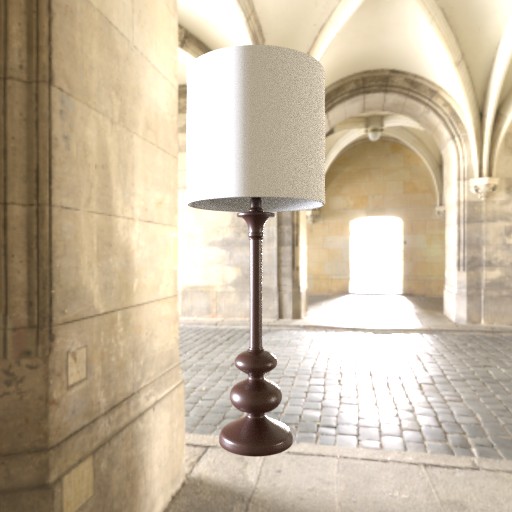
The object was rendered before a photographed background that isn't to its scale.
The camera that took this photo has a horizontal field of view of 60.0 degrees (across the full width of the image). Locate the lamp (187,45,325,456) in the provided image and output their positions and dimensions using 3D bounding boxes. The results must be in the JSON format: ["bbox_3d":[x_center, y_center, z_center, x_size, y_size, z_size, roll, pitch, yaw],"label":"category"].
[{"bbox_3d":[0.000,0.000,0.825,0.254,0.690,0.254,0,0,-36],"label":"lamp"}]
